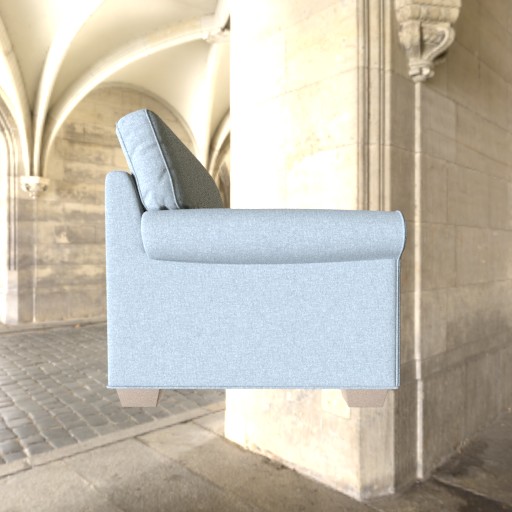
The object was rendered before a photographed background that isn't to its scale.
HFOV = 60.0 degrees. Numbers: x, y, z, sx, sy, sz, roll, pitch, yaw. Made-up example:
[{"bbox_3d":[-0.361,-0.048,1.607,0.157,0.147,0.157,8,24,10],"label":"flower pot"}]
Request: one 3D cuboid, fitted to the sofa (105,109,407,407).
[{"bbox_3d":[0.000,0.000,2.013,0.940,0.953,1.410,0,0,0],"label":"sofa"}]
